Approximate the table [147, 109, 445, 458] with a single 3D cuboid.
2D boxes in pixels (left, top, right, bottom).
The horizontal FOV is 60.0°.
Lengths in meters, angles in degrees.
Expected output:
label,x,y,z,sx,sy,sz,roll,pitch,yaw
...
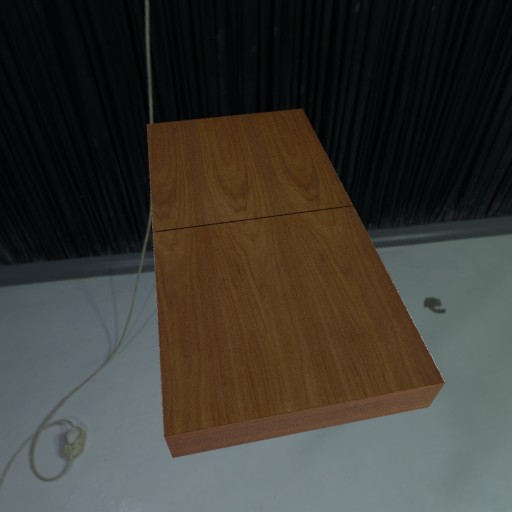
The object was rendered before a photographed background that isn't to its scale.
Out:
label,x,y,z,sx,sy,sz,roll,pitch,yaw
table,0.000,0.000,1.446,0.610,0.330,1.194,-8,48,-7
